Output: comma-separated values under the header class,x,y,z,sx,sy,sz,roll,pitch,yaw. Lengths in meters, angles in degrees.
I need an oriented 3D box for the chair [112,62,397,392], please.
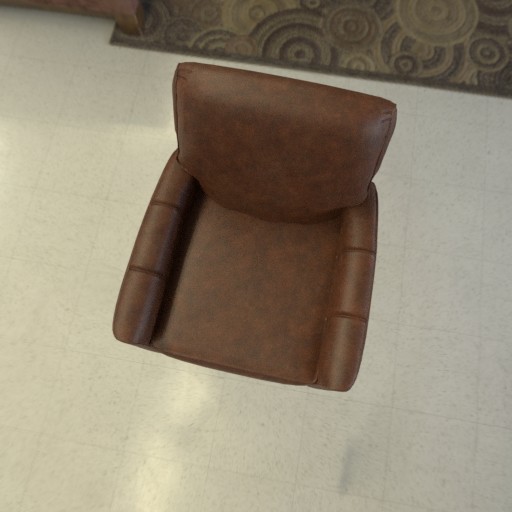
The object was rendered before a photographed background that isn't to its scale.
class,x,y,z,sx,sy,sz,roll,pitch,yaw
chair,0.000,0.000,1.624,0.839,1.010,0.850,12,75,3
